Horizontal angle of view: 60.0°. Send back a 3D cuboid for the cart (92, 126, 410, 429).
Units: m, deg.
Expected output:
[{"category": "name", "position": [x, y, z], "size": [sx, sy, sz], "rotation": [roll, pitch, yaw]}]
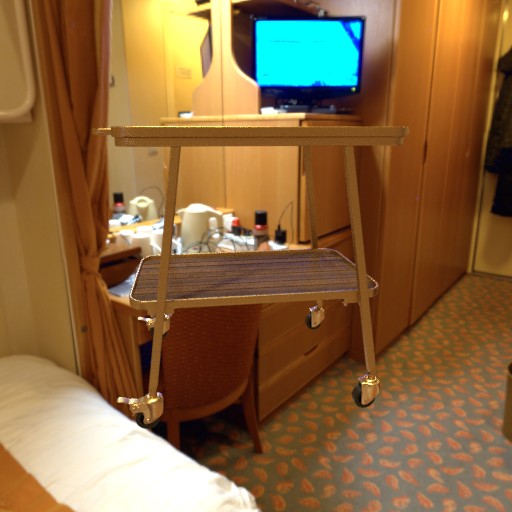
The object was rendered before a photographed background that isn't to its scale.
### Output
[{"category": "cart", "position": [0.000, 0.000, 1.256], "size": [0.806, 0.700, 0.524], "rotation": [-2, 16, -8]}]
